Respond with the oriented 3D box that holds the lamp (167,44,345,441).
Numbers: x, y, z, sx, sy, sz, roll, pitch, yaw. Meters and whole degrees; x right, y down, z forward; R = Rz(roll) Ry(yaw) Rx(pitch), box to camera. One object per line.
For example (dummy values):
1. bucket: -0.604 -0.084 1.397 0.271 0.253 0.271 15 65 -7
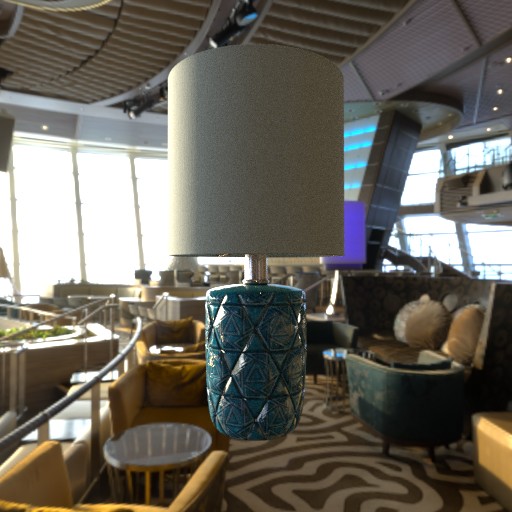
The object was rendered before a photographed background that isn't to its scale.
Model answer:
1. lamp: 0.000 0.000 0.491 0.193 0.377 0.193 0 -1 -1
